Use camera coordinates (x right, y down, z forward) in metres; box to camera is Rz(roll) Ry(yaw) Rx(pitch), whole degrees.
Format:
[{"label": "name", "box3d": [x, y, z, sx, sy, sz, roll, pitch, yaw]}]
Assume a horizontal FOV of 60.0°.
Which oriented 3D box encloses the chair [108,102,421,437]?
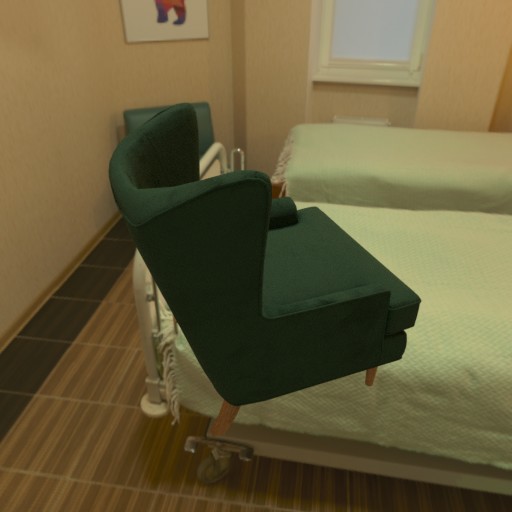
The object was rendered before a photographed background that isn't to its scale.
[{"label": "chair", "box3d": [0.000, 0.000, 1.617, 0.910, 0.952, 0.793, -11, 34, -17]}]
